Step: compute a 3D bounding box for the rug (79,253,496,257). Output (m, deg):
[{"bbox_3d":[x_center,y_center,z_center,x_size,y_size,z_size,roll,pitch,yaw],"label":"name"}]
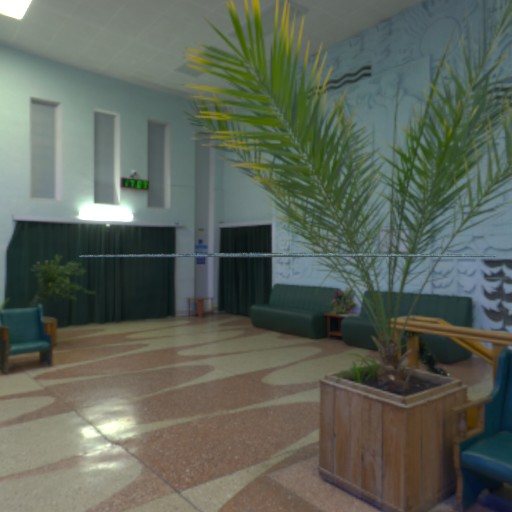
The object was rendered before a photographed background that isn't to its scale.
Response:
[{"bbox_3d":[0.000,0.000,2.793,1.567,0.014,2.207,0,0,-36],"label":"rug"}]
